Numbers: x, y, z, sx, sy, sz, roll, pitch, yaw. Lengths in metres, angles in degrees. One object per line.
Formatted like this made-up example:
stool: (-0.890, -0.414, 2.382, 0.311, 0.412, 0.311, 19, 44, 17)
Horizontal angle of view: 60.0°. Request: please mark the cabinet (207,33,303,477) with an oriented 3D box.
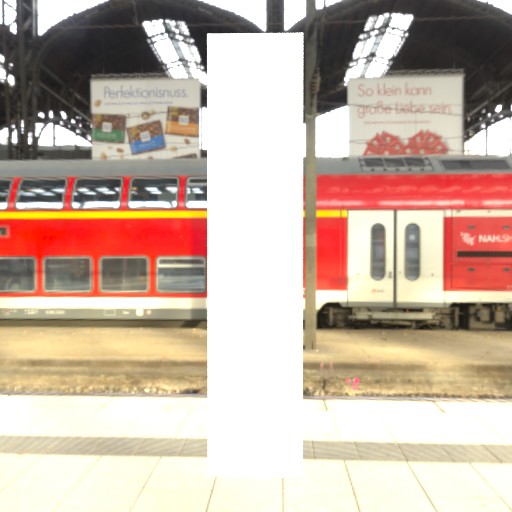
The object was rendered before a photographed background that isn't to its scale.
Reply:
cabinet: (0.000, 0.000, 1.533, 0.300, 1.400, 0.269, 0, 1, 1)
